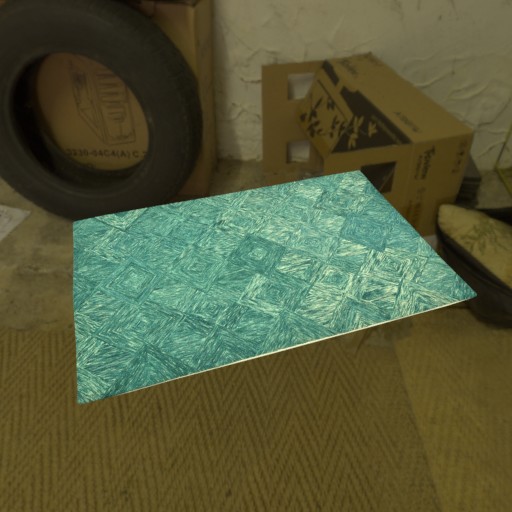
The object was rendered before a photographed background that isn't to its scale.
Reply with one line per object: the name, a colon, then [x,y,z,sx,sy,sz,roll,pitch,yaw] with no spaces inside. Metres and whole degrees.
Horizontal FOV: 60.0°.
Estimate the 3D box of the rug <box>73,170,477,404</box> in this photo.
rug: [0.000,0.000,2.189,1.728,0.017,1.136,-12,43,-13]
